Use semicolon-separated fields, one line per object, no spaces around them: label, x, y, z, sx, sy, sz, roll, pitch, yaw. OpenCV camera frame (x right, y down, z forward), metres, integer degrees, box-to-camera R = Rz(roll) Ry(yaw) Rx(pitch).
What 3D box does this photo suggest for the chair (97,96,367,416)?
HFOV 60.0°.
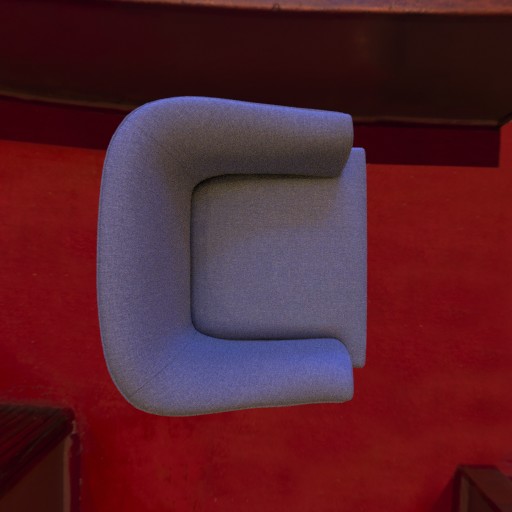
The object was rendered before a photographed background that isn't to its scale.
chair;0.000;0.000;1.382;0.704;0.815;0.798;0;90;0
